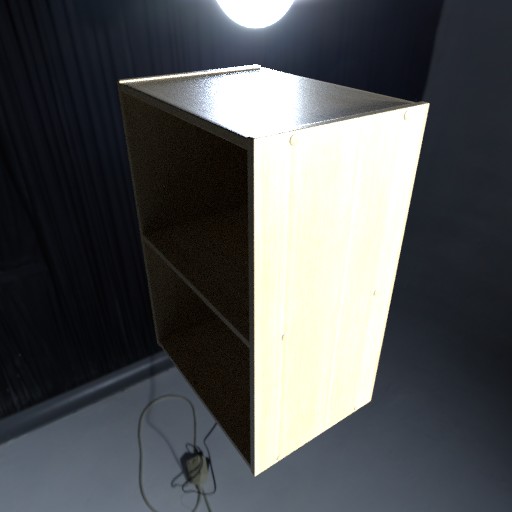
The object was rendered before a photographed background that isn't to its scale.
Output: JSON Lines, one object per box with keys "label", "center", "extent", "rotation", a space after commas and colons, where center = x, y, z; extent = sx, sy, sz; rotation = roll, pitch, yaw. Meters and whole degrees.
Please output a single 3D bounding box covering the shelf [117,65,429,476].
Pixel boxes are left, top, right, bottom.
{"label": "shelf", "center": [0.000, 0.000, 0.830], "extent": [0.290, 0.592, 0.414], "rotation": [-20, 37, -29]}
